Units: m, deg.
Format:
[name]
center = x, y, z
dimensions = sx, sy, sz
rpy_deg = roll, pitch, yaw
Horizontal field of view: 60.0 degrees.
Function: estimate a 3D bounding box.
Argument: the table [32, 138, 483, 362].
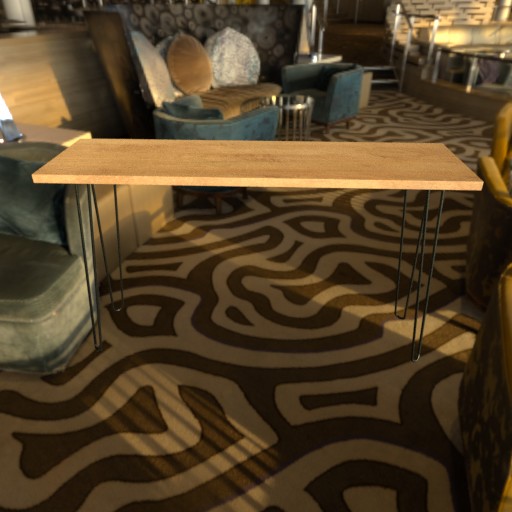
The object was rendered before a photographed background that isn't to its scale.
[table]
center = 0.000, 0.000, 1.745
dimensions = 1.400, 0.799, 0.399
rpy_deg = 1, 31, 2
